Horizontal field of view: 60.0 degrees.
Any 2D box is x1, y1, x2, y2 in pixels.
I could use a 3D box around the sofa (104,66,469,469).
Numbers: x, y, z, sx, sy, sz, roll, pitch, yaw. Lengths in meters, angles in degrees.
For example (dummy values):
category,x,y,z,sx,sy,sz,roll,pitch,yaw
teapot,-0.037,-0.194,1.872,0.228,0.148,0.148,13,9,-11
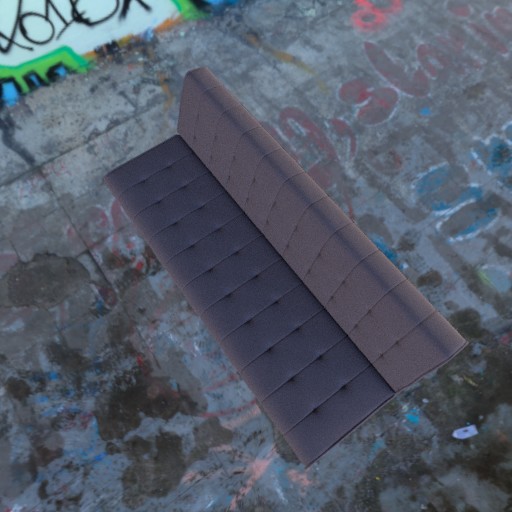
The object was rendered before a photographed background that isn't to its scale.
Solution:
category,x,y,z,sx,sy,sz,roll,pitch,yaw
sofa,0.000,0.000,2.087,0.747,0.699,1.703,-34,69,-15
